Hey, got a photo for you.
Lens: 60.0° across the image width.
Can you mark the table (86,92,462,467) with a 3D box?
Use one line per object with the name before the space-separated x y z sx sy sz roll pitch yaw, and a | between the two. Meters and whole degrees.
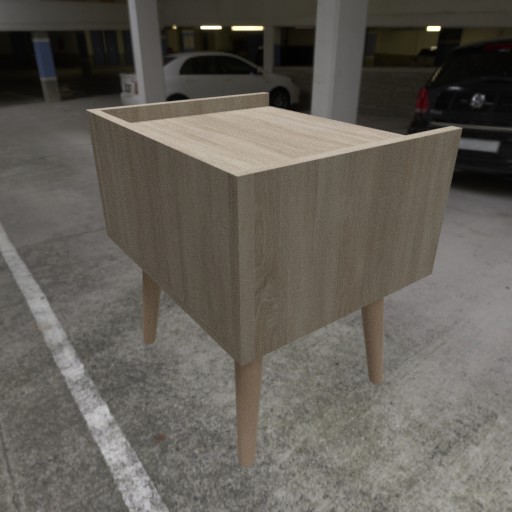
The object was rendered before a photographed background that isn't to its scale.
table | 0.000 0.000 0.778 0.370 0.470 0.450 -19 33 -31
